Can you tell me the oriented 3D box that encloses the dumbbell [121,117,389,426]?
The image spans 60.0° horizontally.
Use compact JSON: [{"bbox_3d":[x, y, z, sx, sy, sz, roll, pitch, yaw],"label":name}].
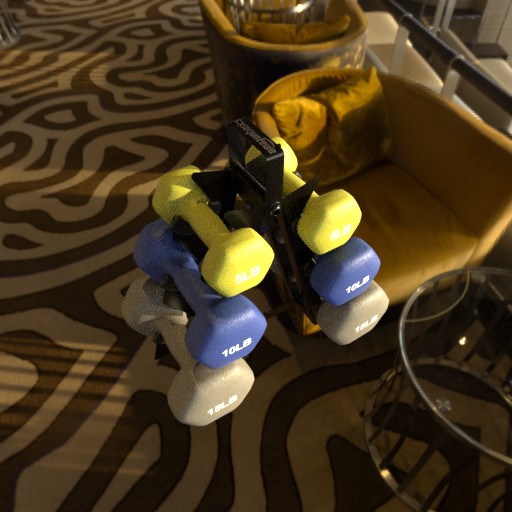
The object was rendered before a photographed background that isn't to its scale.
[{"bbox_3d":[0.000,0.000,0.689,0.416,0.426,0.261,-24,51,-21],"label":"dumbbell"}]
